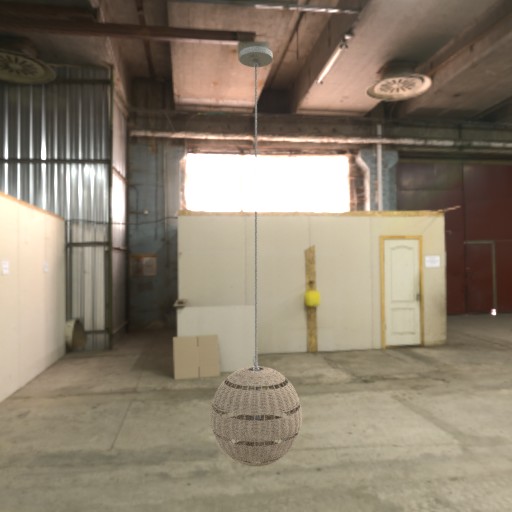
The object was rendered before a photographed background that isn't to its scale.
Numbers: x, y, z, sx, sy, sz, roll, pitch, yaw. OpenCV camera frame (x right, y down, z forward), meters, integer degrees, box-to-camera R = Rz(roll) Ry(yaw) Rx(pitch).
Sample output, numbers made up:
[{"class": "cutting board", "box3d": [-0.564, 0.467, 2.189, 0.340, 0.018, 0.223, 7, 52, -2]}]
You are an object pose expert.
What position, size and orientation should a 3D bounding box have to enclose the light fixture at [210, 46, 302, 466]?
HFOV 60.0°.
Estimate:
[{"class": "light fixture", "box3d": [0.000, 0.000, 2.206, 0.457, 2.019, 0.457, 0, -1, 20]}]
